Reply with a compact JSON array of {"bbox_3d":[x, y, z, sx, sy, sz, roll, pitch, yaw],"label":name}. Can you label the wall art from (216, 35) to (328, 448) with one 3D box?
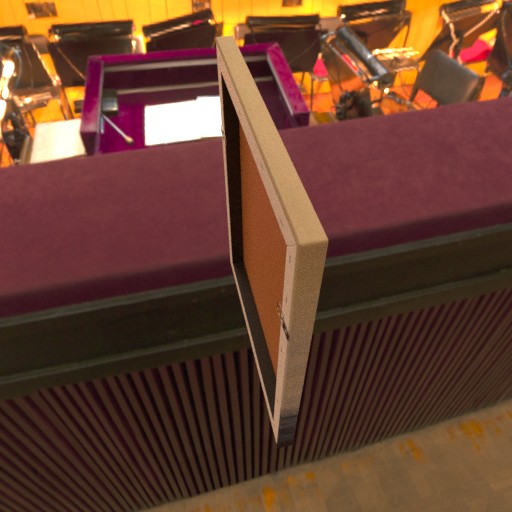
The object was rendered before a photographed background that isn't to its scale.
[{"bbox_3d":[0.000,0.000,0.987,0.041,0.710,0.608,-10,49,-9],"label":"wall art"}]
